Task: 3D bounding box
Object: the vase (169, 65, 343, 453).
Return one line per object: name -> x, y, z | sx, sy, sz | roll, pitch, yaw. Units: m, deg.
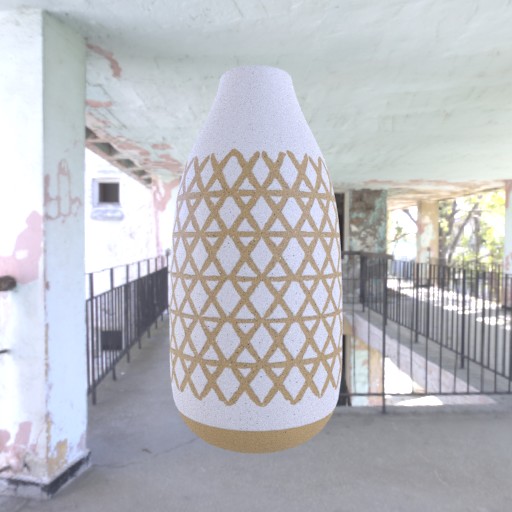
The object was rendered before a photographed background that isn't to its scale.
vase -> 0.000, 0.000, 0.481 | 0.186, 0.380, 0.186 | 0, 2, 0
